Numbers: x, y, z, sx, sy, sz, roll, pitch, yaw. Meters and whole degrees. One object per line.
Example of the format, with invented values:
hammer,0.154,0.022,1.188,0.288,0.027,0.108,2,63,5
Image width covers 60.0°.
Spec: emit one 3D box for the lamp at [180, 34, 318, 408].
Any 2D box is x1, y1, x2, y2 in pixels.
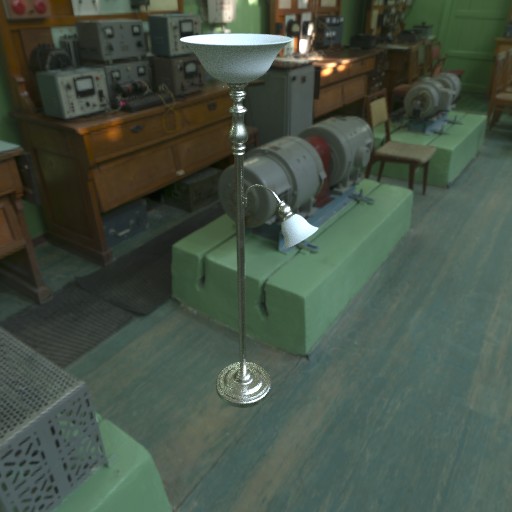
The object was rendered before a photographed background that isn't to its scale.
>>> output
lamp,0.000,0.000,2.029,0.575,1.785,0.405,18,36,28
